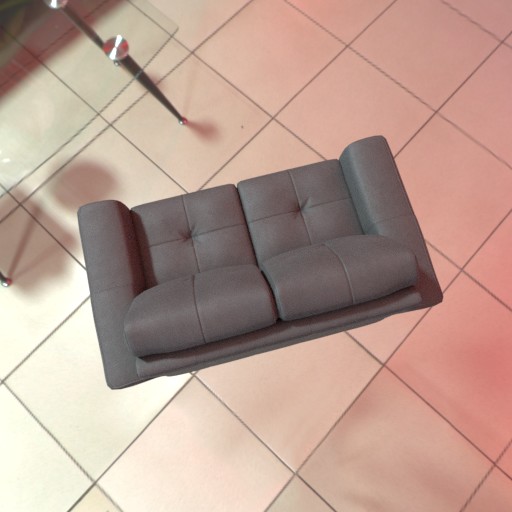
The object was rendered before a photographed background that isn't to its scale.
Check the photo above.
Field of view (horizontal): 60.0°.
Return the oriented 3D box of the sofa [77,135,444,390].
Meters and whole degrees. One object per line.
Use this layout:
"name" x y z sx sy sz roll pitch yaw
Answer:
"sofa" 0.000 0.000 2.428 1.806 0.907 1.018 -14 75 -4
